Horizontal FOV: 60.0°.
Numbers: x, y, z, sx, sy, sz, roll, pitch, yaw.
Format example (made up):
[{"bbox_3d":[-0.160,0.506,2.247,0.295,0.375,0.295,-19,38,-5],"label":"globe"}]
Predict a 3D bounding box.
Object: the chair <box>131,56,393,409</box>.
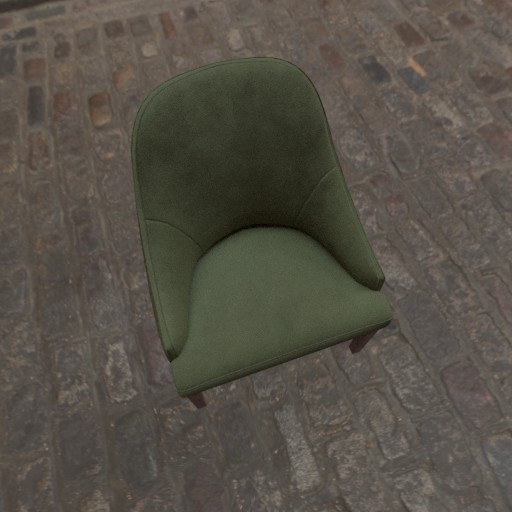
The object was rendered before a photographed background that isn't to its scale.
[{"bbox_3d":[0.000,0.000,1.265,0.643,0.889,0.575,-17,64,-9],"label":"chair"}]
